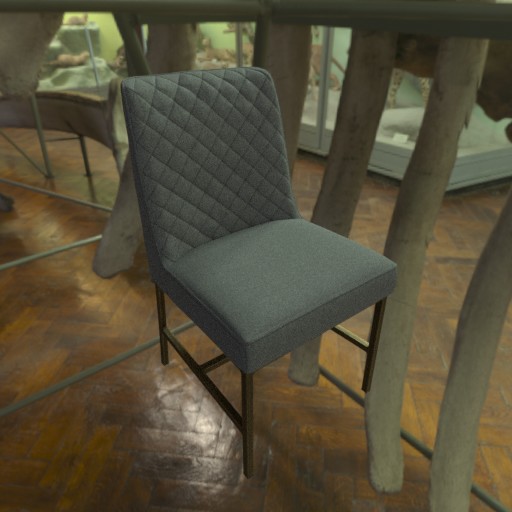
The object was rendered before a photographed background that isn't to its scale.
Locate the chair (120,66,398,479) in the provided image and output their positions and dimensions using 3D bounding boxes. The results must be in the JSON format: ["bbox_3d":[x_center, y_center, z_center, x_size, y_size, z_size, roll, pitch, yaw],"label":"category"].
[{"bbox_3d":[0.000,0.000,1.211,0.508,0.889,0.587,-21,36,-32],"label":"chair"}]
